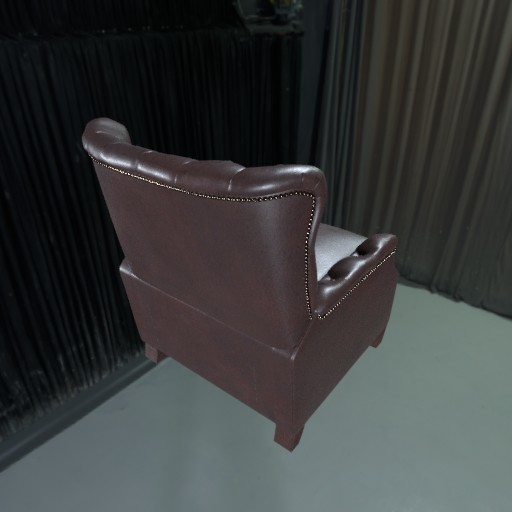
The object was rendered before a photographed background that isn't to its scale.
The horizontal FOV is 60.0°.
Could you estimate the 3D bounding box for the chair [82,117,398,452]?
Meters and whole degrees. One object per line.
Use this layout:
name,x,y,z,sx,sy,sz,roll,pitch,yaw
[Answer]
chair,0.000,0.000,1.414,0.709,0.864,0.823,21,36,33
